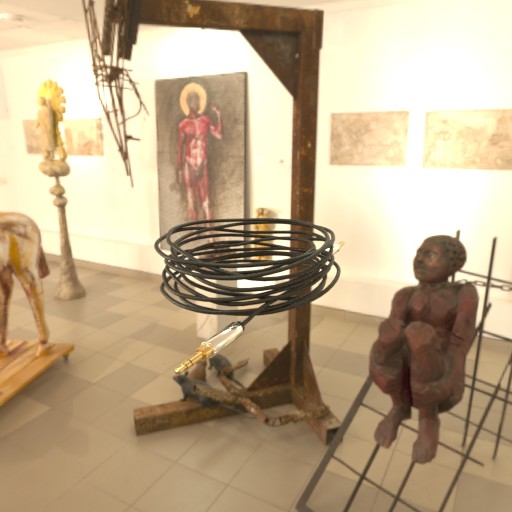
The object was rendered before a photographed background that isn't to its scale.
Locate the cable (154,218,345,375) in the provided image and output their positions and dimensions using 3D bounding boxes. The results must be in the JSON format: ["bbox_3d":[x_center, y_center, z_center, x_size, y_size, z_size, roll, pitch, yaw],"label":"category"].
[{"bbox_3d":[0.000,0.000,0.514,0.198,0.069,0.432,8,18,27],"label":"cable"}]
